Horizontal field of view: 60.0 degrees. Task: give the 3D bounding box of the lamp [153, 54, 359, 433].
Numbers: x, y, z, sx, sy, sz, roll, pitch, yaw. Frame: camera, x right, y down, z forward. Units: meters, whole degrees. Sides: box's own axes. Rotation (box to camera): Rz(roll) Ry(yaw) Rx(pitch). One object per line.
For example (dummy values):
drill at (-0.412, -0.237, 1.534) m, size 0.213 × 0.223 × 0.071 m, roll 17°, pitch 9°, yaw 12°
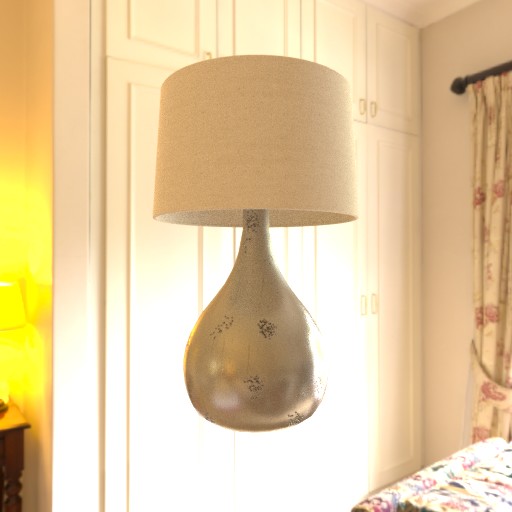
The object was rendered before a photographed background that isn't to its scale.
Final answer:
lamp at (0.000, 0.000, 0.726) m, size 0.330 × 0.521 × 0.330 m, roll 0°, pitch -1°, yaw 0°
